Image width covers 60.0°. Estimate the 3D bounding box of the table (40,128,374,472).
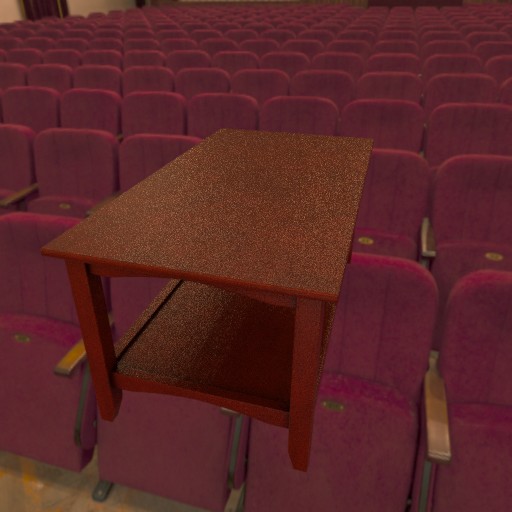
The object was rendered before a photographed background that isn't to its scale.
[{"bbox_3d":[0.000,0.000,1.232,0.533,0.456,0.943,8,30,14],"label":"table"}]
